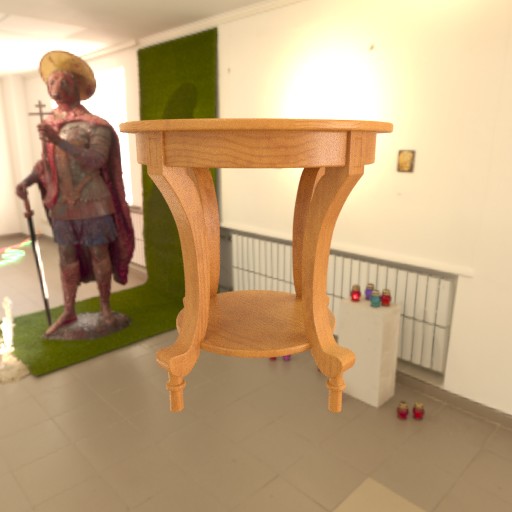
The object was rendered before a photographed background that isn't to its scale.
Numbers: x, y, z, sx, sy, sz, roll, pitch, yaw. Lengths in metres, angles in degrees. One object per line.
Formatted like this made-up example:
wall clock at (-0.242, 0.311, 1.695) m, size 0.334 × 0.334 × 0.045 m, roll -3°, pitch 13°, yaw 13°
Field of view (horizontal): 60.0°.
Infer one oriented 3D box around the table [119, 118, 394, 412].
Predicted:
table at (0.000, 0.000, 1.080) m, size 0.597 × 0.612 × 0.597 m, roll 0°, pitch 14°, yaw 0°
